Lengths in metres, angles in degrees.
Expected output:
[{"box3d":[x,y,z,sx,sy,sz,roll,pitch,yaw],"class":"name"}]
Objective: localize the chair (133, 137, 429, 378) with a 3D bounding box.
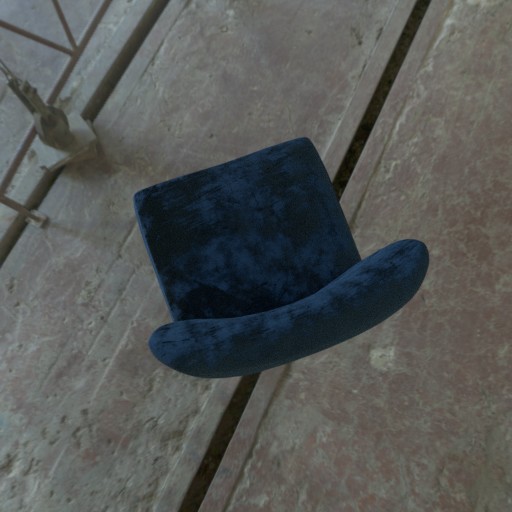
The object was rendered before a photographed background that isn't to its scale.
[{"box3d":[0.000,0.000,1.151,0.530,0.824,0.560,-19,76,-5],"class":"chair"}]
